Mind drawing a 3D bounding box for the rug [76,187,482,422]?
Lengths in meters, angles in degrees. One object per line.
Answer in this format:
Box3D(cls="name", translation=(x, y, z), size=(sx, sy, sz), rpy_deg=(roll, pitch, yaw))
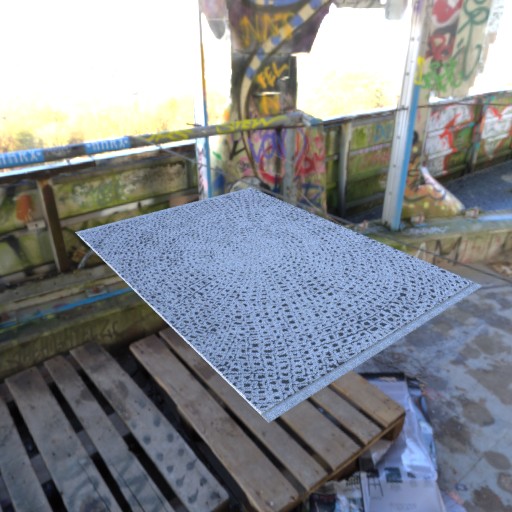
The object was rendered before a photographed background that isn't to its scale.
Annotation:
Box3D(cls="rug", translation=(0.000, 0.000, 2.142), size=(1.190, 0.003, 1.634), rpy_deg=(-20, 34, -33))
